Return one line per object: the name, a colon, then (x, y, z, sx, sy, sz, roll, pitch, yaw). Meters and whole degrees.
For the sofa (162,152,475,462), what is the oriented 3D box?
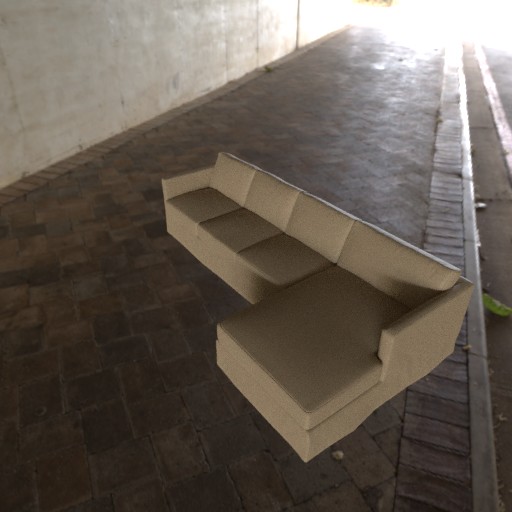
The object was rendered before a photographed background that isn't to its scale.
sofa: (0.000, 0.000, 3.984, 1.622, 0.871, 3.206, -22, 38, -30)
